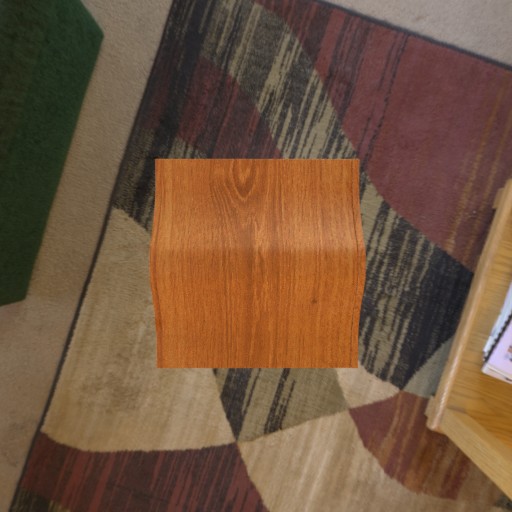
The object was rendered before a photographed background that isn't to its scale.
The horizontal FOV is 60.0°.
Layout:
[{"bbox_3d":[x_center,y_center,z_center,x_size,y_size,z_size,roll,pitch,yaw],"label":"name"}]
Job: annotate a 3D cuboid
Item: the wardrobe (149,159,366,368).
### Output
[{"bbox_3d":[0.000,0.000,2.099,0.570,1.870,0.590,0,92,0],"label":"wardrobe"}]
